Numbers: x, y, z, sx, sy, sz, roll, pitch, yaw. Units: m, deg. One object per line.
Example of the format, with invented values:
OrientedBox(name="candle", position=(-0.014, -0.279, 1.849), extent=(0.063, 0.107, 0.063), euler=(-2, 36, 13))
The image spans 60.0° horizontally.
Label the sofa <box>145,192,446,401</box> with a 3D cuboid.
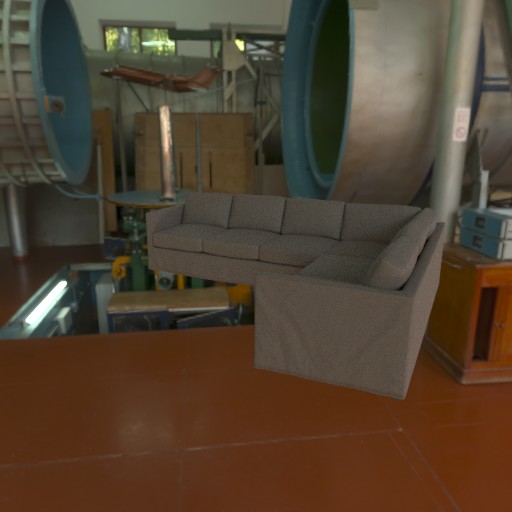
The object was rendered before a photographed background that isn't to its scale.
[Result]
OrientedBox(name="sofa", position=(0.000, 0.000, 4.260), extent=(3.182, 0.871, 2.432), euler=(8, 17, 25))
